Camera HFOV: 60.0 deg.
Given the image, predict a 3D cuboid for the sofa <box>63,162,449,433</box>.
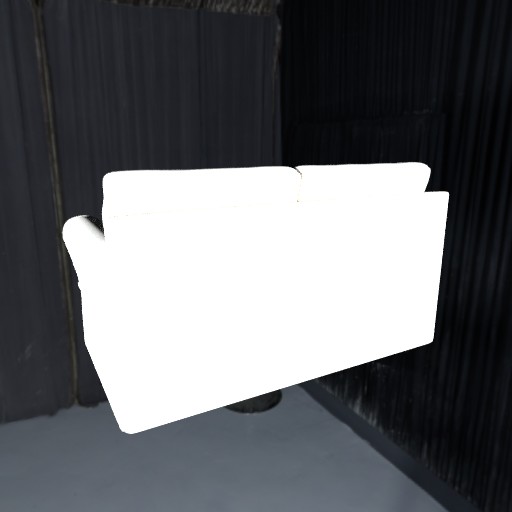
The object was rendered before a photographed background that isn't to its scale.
[{"bbox_3d":[0.000,0.000,2.286,1.727,0.940,0.991,-8,16,-28],"label":"sofa"}]
